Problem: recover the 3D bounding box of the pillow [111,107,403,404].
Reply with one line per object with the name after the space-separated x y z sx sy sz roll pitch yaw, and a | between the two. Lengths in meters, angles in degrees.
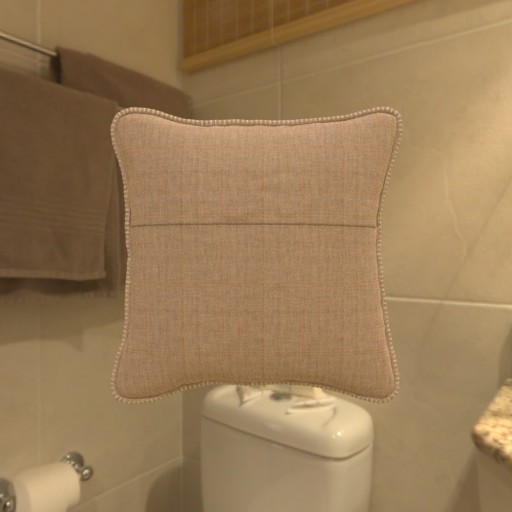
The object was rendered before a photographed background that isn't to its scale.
0.000 0.000 0.739 0.485 0.494 0.124 0 1 0 | pillow
